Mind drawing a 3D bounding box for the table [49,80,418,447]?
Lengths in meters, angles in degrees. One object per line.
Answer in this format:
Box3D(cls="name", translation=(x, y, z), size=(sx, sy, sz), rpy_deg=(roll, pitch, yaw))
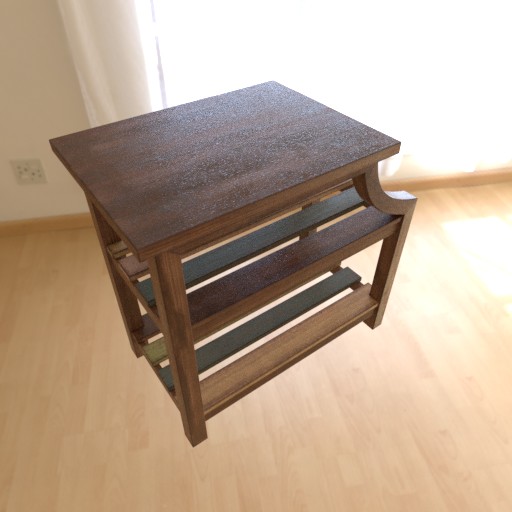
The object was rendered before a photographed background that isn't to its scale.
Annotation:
Box3D(cls="table", translation=(0.000, 0.000, 0.967), size=(0.609, 0.584, 0.356), rpy_deg=(-25, 47, -26))
